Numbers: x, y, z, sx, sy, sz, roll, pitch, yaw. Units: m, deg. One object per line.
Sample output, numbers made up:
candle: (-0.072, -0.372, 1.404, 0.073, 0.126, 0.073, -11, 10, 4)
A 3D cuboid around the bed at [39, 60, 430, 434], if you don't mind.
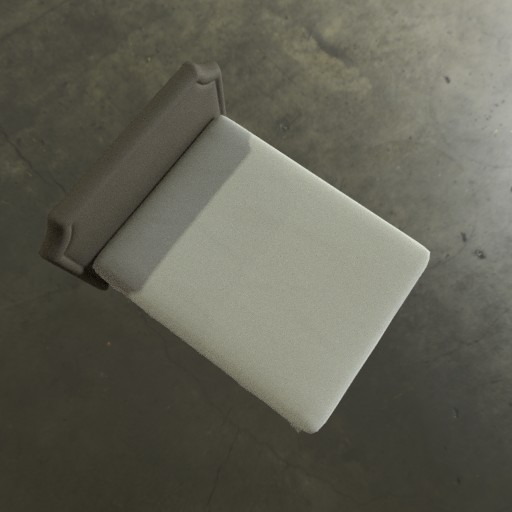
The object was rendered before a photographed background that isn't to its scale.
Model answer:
bed: (0.000, 0.000, 3.280, 2.181, 1.297, 1.831, 35, 78, 9)
